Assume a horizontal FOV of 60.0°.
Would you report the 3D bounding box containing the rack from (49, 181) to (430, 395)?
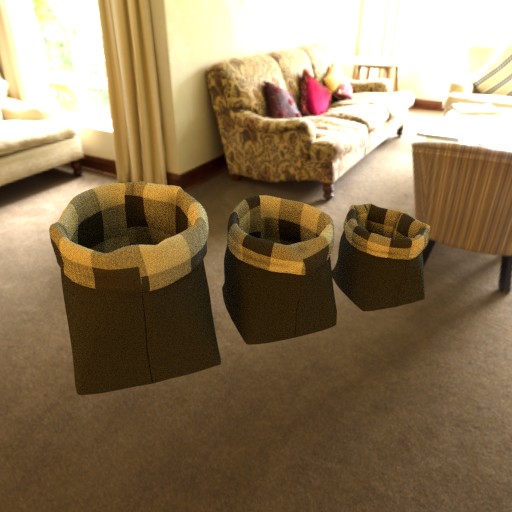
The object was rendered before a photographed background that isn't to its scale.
[{"bbox_3d":[0.000,0.000,1.069,0.889,0.329,0.370,-10,32,-16],"label":"rack"}]
